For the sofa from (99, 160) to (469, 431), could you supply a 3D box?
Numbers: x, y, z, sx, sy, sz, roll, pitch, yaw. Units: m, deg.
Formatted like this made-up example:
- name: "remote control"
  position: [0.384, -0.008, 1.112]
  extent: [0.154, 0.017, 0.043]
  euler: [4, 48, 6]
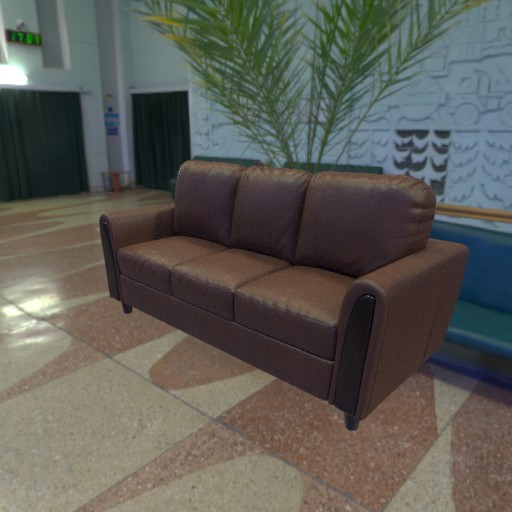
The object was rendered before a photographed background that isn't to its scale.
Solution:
- name: "sofa"
  position: [0.000, 0.000, 2.319]
  extent: [1.862, 0.915, 0.802]
  euler: [15, 22, 41]
